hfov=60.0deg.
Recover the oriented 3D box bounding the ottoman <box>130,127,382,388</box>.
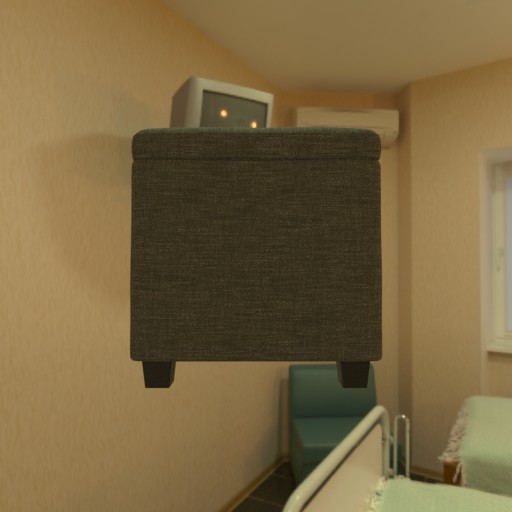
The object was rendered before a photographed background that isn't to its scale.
[{"bbox_3d":[0.000,0.000,1.131,0.419,0.432,0.902,0,-1,0],"label":"ottoman"}]
